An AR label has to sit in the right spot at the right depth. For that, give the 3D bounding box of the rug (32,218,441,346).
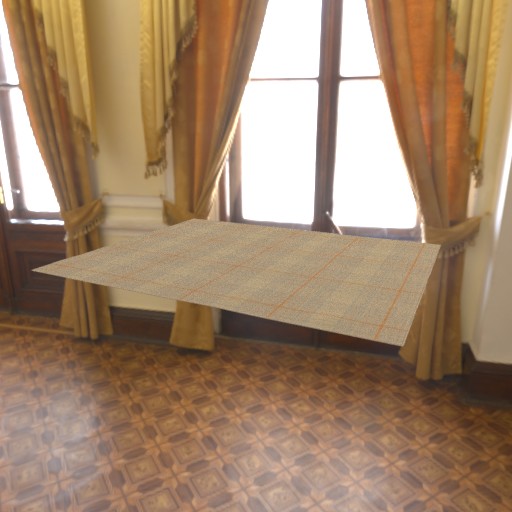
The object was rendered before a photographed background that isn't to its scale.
[{"bbox_3d":[0.000,0.000,4.166,3.051,0.021,2.448,8,18,25],"label":"rug"}]
